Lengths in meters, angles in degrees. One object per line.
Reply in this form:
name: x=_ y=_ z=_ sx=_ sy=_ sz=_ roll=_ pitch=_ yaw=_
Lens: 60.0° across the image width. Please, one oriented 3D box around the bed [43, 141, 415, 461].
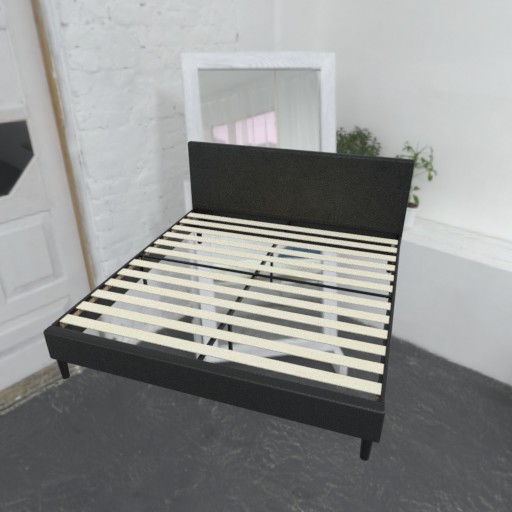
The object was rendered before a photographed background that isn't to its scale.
bed: x=0.000 y=0.000 z=3.237 sx=2.018 sy=1.046 sz=2.152 roll=9 pitch=29 yaw=16
